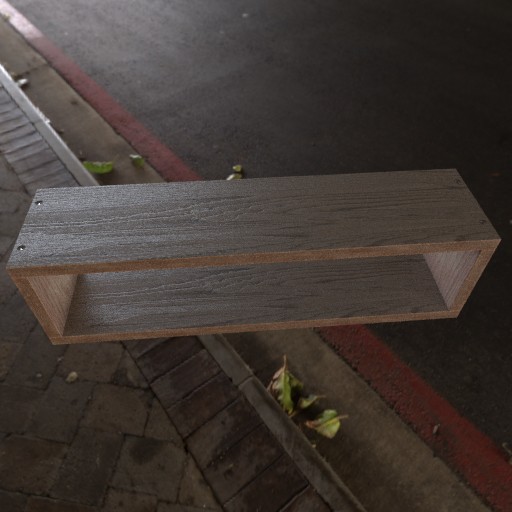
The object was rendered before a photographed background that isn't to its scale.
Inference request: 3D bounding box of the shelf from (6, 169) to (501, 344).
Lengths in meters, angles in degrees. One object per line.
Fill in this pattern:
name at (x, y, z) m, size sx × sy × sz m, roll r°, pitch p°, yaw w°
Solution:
shelf at (0.000, 0.000, 0.656) m, size 0.610 × 0.170 × 0.150 m, roll -3°, pitch 47°, yaw -3°
